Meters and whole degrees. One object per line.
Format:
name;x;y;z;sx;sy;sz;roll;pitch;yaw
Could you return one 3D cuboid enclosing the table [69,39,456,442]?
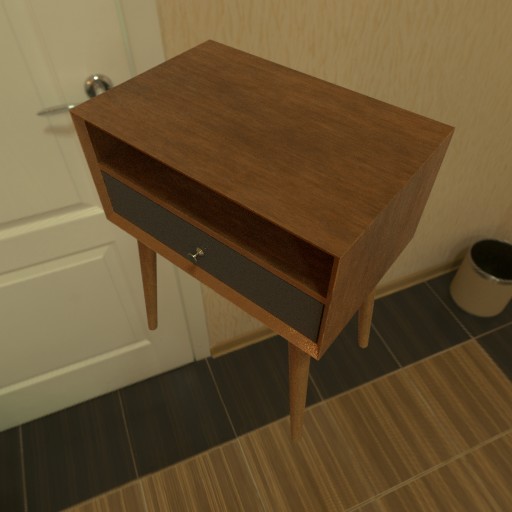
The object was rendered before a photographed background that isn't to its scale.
table;0.000;0.000;0.838;0.454;0.580;0.307;31;55;24
